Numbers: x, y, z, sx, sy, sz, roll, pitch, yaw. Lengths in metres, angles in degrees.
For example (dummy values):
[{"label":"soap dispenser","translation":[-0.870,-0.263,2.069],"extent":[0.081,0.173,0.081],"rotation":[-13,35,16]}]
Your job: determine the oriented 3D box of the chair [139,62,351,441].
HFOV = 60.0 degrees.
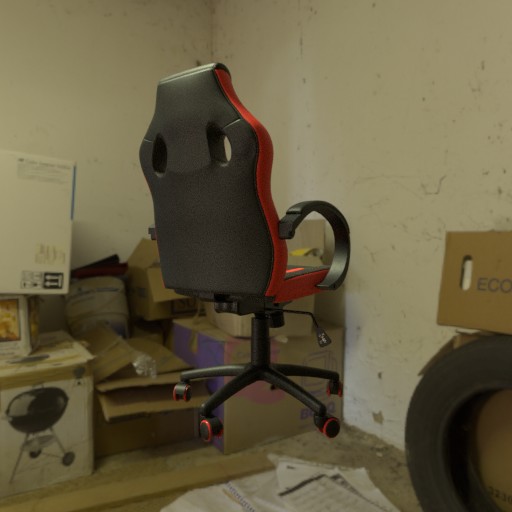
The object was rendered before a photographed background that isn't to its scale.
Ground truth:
[{"label":"chair","translation":[0.000,0.000,1.422],"extent":[0.600,1.016,0.642],"rotation":[1,2,35]}]
